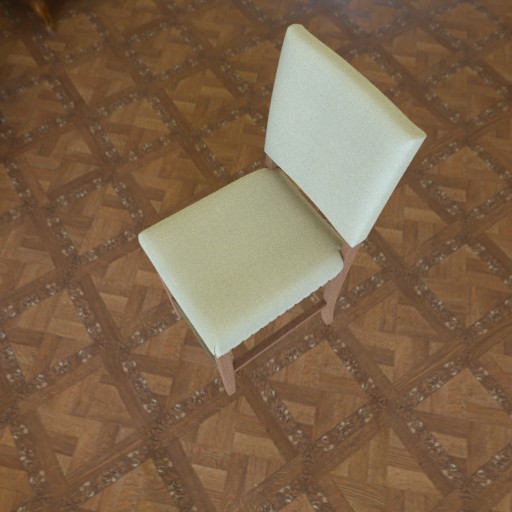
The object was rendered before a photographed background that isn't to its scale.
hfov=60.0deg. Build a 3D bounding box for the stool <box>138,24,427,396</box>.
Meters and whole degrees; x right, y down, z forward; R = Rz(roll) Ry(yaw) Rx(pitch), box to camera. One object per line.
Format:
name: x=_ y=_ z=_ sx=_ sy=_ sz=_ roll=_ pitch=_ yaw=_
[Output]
stool: x=0.000 y=0.000 z=1.428 sx=0.584 sy=1.168 sz=0.445 roll=-32 pitch=67 yaw=-15
